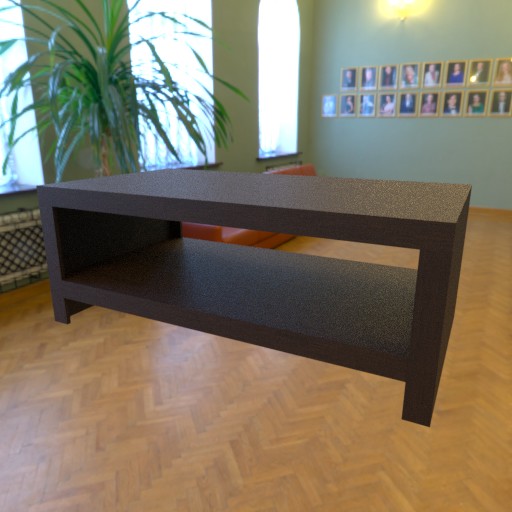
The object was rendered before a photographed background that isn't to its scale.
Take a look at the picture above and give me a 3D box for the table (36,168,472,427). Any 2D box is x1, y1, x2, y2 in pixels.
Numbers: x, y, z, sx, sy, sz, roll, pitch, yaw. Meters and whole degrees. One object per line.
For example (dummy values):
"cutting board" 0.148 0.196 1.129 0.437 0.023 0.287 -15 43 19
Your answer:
"table" 0.000 0.000 1.331 1.099 0.424 0.597 8 18 26
